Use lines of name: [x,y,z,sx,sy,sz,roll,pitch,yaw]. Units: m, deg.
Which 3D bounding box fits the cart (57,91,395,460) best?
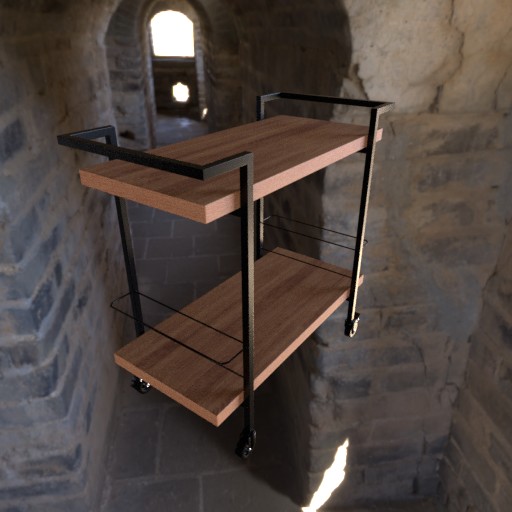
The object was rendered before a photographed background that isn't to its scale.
cart: [0.000,0.000,1.248,0.406,0.762,0.806,19,33,32]
